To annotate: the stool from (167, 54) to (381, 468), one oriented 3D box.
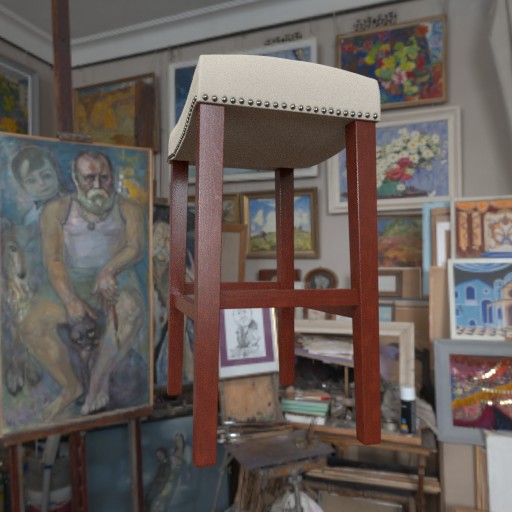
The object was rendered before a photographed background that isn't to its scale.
[{"bbox_3d":[0.000,0.000,1.048,0.372,0.742,0.504,0,-2,-17],"label":"stool"}]
